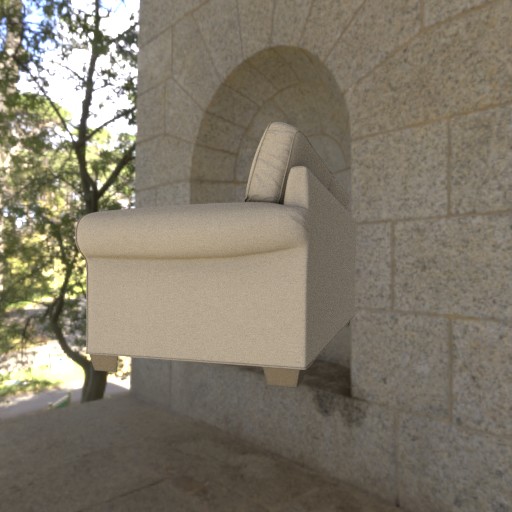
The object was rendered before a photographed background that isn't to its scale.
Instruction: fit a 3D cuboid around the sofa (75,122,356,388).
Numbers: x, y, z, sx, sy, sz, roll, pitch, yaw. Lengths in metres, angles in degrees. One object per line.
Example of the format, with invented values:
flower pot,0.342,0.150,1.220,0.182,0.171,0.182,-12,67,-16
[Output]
sofa,0.000,0.000,2.470,0.940,0.952,1.930,0,-1,18
